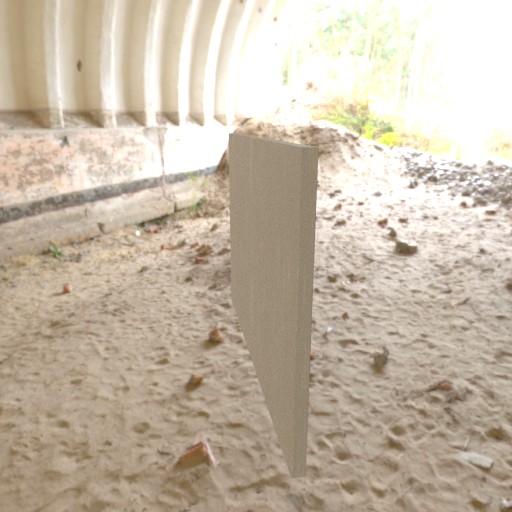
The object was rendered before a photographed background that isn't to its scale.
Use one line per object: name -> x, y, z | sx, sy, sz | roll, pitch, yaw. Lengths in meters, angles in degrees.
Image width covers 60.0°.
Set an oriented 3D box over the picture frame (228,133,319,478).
picture frame -> 0.000, 0.000, 1.238 | 0.029, 0.640, 0.950 | -3, 17, -10
